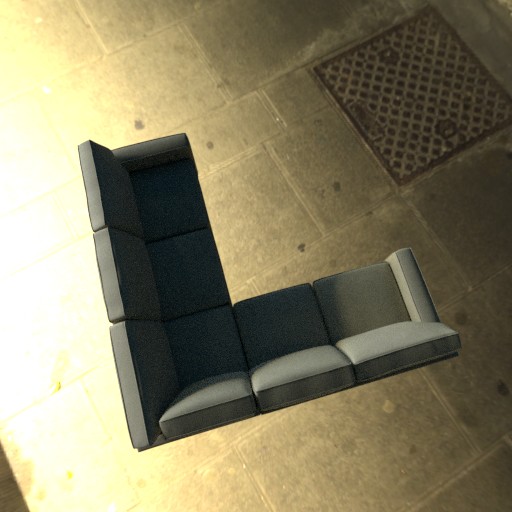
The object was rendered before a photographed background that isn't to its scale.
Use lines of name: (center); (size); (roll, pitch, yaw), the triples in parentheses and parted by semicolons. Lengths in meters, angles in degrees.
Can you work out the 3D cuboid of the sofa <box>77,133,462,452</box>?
sofa: (0.000, 0.000, 3.356); (2.188, 0.936, 2.211); (-16, 75, -4)
